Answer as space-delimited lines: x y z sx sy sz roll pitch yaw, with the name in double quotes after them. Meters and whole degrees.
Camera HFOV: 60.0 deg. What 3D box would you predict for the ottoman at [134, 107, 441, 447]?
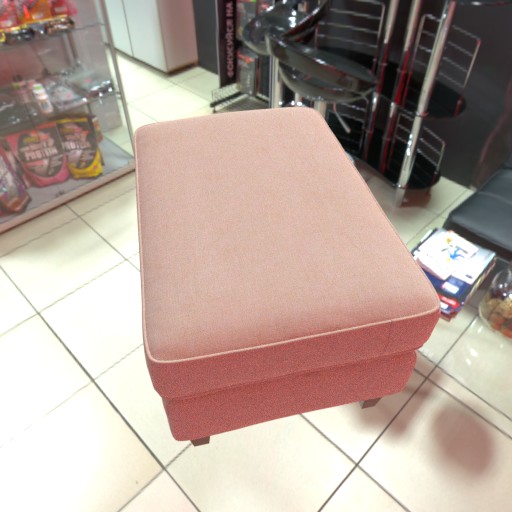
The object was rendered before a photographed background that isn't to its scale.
0.000 0.000 1.229 0.583 0.484 0.862 -9 46 -9 "ottoman"
